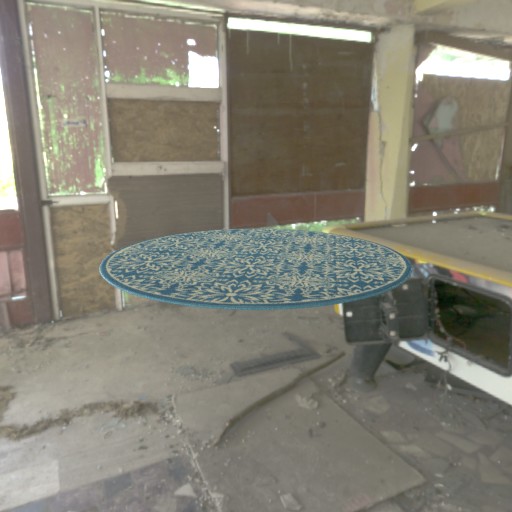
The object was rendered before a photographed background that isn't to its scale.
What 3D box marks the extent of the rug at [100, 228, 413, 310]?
[{"bbox_3d":[0.000,0.000,2.384,1.593,0.012,1.593,0,14,0],"label":"rug"}]
